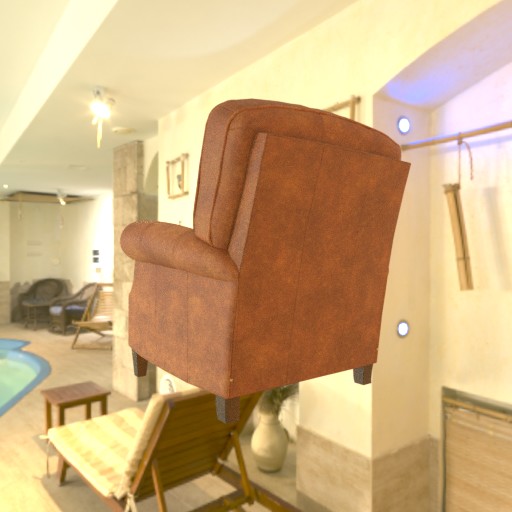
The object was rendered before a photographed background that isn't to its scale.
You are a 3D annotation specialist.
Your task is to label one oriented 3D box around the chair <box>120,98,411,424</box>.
[{"bbox_3d":[0.000,0.000,1.804,0.936,1.018,0.986,0,1,-37],"label":"chair"}]
